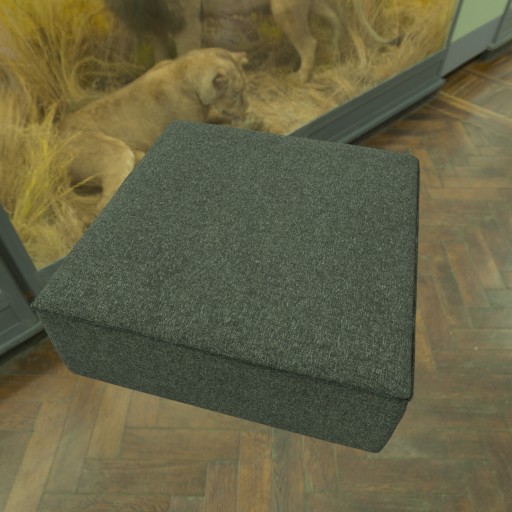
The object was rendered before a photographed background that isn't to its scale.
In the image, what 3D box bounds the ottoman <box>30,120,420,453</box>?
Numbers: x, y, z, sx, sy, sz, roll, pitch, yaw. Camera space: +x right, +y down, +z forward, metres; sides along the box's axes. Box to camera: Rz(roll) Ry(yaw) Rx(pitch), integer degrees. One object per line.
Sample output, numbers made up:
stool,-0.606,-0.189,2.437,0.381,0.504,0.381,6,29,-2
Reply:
ottoman,0.000,0.000,1.540,1.021,0.423,1.017,12,48,11
